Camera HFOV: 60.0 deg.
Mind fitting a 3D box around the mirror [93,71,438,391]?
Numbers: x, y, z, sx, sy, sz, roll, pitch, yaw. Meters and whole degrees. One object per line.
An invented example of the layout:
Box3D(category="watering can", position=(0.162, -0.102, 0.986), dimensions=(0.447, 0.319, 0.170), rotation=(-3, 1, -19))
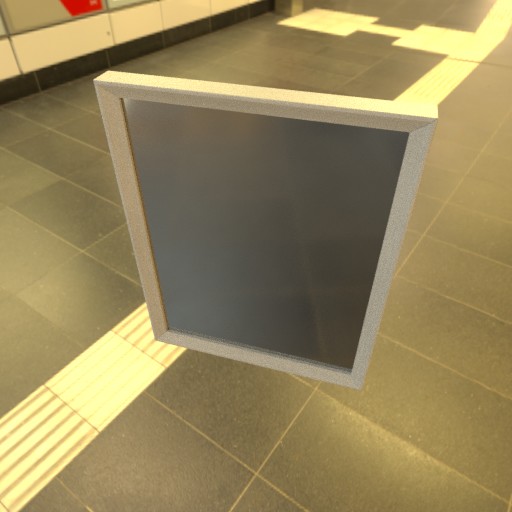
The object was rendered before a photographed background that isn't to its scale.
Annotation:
Box3D(category="mirror", position=(0.000, 0.000, 0.683), dimensions=(0.406, 0.509, 0.041), rotation=(11, 42, 12))
